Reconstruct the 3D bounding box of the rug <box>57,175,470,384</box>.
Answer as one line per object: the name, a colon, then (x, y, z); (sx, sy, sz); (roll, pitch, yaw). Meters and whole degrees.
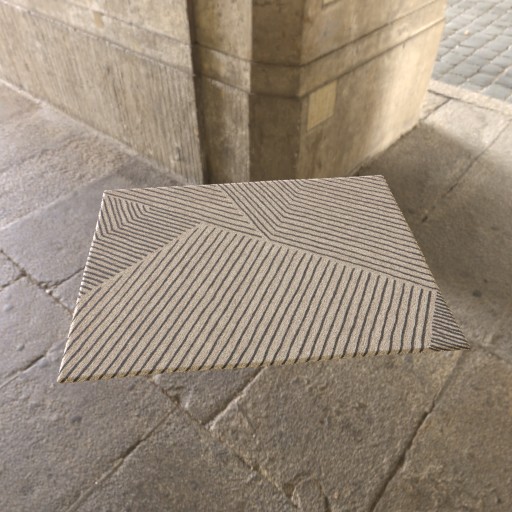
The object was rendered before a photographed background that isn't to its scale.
rug: (0.000, 0.000, 3.241); (2.449, 0.028, 1.829); (-4, 45, -4)
